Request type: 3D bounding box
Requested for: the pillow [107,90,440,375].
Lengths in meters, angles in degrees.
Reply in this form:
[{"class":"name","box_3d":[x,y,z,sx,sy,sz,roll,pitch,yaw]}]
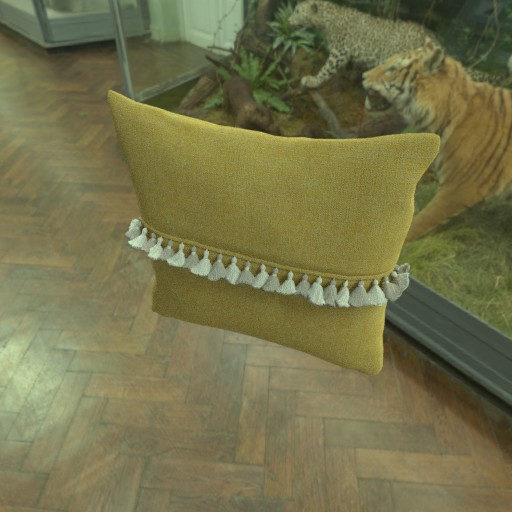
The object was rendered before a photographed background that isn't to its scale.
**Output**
[{"class":"pillow","box_3d":[0.000,0.000,0.732,0.485,0.481,0.167,13,42,14]}]
